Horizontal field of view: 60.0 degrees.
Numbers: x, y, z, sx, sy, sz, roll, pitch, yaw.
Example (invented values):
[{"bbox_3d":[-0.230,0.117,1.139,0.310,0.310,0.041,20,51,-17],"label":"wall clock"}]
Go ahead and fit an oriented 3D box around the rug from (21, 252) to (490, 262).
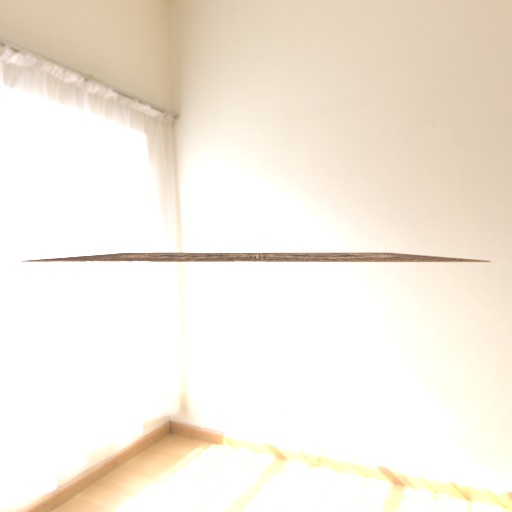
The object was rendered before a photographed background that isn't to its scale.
[{"bbox_3d":[0.000,0.000,2.901,2.227,0.008,1.611,0,2,0],"label":"rug"}]
